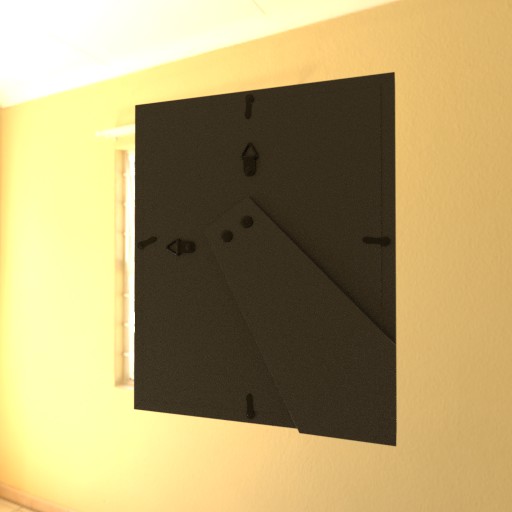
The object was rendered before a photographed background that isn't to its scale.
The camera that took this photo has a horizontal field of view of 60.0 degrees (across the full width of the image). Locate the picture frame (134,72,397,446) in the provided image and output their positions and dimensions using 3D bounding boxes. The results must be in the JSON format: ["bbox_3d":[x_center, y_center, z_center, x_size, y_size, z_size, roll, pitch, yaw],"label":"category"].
[{"bbox_3d":[0.000,0.000,0.386,0.232,0.284,0.042,0,-1,18],"label":"picture frame"}]
